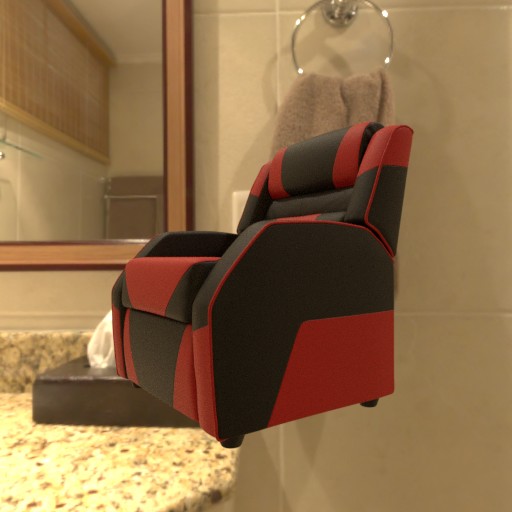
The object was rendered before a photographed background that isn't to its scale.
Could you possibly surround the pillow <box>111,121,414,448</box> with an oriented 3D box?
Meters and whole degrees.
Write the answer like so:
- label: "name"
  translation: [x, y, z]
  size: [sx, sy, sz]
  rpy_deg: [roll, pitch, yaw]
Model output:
- label: "pillow"
  translation: [0.000, 0.000, 1.301]
  size: [0.672, 0.805, 0.620]
  rpy_deg: [0, 0, -36]
